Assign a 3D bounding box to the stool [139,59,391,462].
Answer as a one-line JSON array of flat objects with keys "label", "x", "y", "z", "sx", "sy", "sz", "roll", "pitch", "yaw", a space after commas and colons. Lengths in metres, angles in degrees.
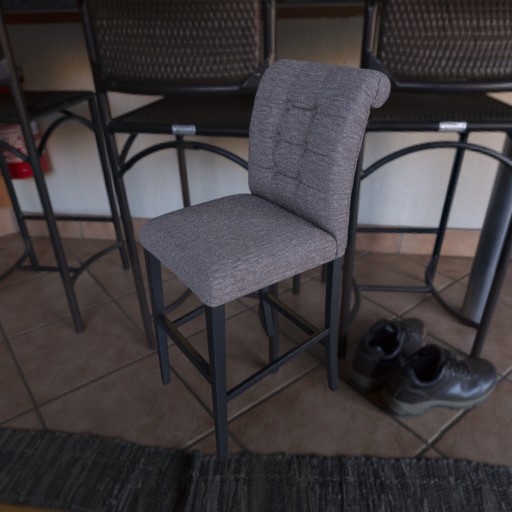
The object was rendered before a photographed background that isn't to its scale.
[{"label": "stool", "x": 0.000, "y": 0.000, "z": 1.448, "sx": 0.613, "sy": 1.131, "sz": 0.452, "roll": -19, "pitch": 34, "yaw": -31}]
